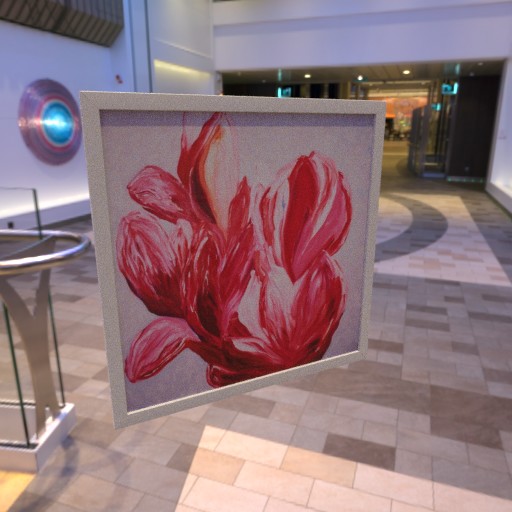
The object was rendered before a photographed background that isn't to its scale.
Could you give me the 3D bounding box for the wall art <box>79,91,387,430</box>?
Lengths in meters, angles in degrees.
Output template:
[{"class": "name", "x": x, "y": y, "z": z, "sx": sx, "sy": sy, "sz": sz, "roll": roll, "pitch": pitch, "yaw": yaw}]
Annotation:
[{"class": "wall art", "x": 0.000, "y": 0.000, "z": 0.978, "sx": 0.664, "sy": 0.661, "sz": 0.020, "roll": -8, "pitch": 18, "yaw": -25}]
